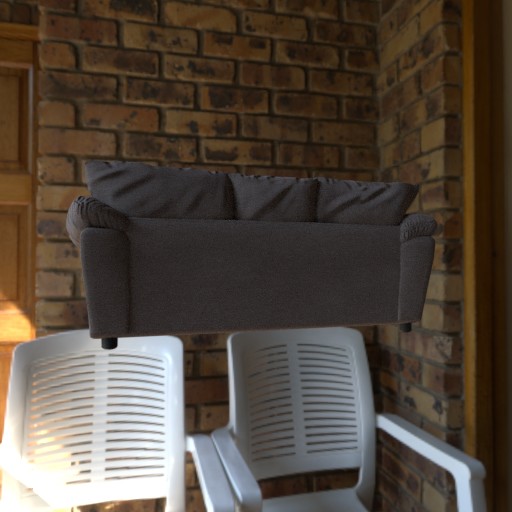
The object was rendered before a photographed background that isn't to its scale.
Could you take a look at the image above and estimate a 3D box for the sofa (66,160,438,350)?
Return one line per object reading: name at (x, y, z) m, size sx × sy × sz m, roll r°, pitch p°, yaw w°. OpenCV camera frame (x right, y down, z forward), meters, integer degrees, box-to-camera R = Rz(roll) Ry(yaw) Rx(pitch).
sofa at (0.000, 0.000, 3.012) m, size 2.390 × 1.043 × 0.927 m, roll 0°, pitch -1°, yaw -18°
